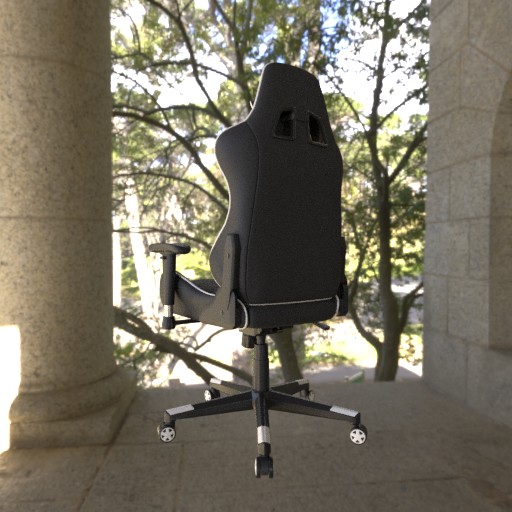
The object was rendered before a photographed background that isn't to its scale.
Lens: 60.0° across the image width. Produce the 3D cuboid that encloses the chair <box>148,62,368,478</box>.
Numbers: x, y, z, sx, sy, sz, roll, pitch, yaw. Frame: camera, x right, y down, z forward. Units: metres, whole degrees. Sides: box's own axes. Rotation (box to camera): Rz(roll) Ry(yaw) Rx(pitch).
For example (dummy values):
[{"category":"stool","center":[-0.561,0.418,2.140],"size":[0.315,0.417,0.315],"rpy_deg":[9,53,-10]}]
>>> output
[{"category":"chair","center":[0.000,0.000,1.613],"size":[0.700,1.240,0.700],"rpy_deg":[0,1,-36]}]
